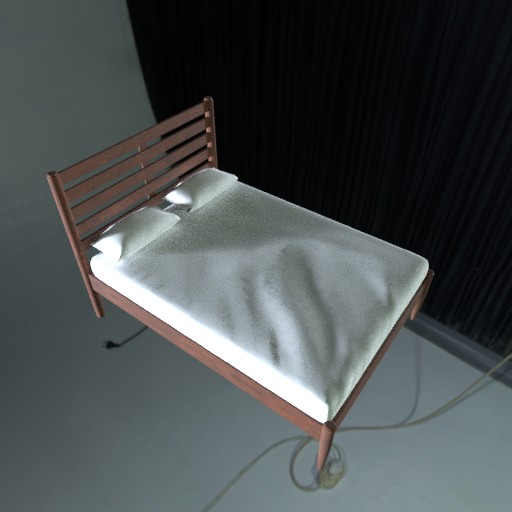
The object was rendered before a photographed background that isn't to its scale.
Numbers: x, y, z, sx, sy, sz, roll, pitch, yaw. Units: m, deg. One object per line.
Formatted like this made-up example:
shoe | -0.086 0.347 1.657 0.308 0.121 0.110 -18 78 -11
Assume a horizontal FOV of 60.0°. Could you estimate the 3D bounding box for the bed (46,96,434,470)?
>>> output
bed | 0.000 0.000 3.108 2.093 1.304 1.509 26 48 26
